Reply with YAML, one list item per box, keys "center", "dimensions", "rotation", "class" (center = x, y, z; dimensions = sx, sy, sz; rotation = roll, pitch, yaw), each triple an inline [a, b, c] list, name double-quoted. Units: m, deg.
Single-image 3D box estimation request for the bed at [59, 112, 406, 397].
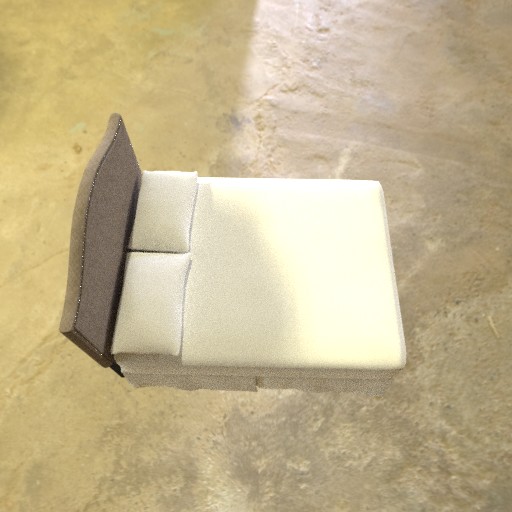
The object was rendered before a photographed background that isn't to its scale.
- center: [0.000, 0.000, 3.274]
  dimensions: [2.153, 1.518, 1.713]
  rotation: [1, 62, 1]
  class: "bed"
